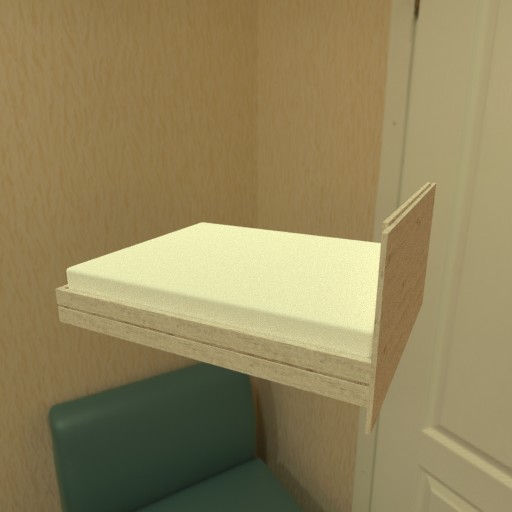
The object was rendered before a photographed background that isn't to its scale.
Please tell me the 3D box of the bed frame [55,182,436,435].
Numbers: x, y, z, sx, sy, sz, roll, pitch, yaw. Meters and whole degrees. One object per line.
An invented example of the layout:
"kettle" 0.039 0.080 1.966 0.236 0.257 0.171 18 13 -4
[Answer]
"bed frame" 0.000 0.000 3.099 2.080 0.970 1.750 8 19 26
